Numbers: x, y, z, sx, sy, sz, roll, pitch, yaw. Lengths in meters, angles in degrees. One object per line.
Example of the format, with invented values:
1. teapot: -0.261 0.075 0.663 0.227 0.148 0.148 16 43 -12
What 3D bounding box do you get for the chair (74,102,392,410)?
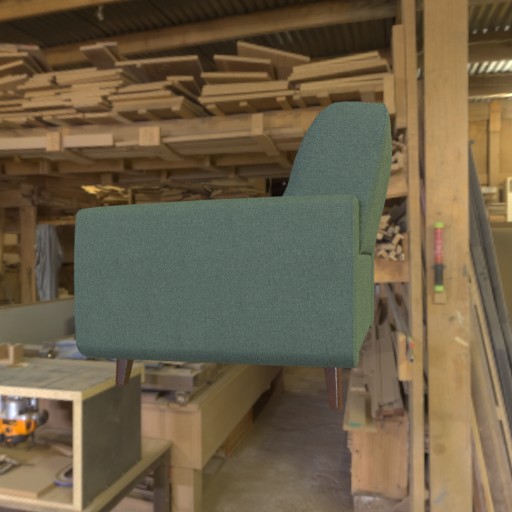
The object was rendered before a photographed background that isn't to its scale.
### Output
1. chair: 0.000 0.000 1.555 0.909 0.841 0.831 0 0 18
